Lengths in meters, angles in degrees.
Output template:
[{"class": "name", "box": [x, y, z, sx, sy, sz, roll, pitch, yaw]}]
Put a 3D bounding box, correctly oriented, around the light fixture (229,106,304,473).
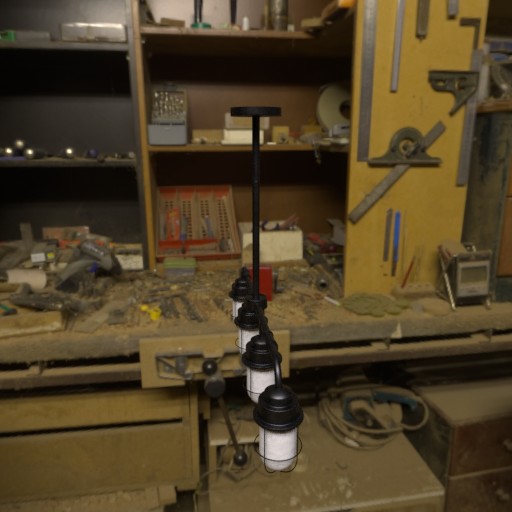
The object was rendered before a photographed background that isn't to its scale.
[{"class": "light fixture", "box": [0.000, 0.000, 1.237, 0.131, 0.785, 0.852, -2, 16, -7]}]
